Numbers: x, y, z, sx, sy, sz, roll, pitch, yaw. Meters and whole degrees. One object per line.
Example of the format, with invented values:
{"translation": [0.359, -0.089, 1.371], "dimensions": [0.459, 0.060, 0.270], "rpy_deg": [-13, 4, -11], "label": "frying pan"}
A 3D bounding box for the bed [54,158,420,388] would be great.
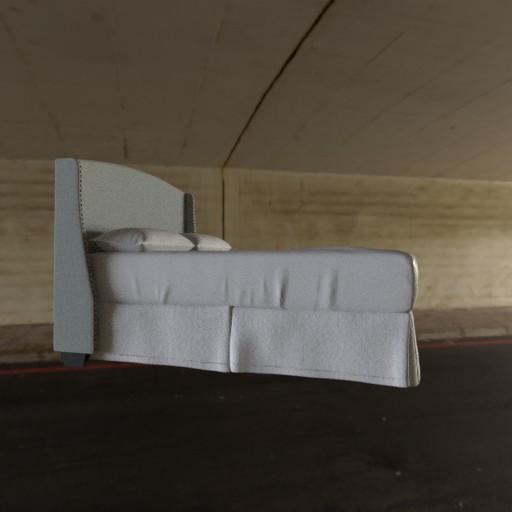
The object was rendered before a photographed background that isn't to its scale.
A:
{"translation": [0.000, 0.000, 3.331], "dimensions": [2.237, 1.407, 1.710], "rpy_deg": [0, 0, 17], "label": "bed"}
